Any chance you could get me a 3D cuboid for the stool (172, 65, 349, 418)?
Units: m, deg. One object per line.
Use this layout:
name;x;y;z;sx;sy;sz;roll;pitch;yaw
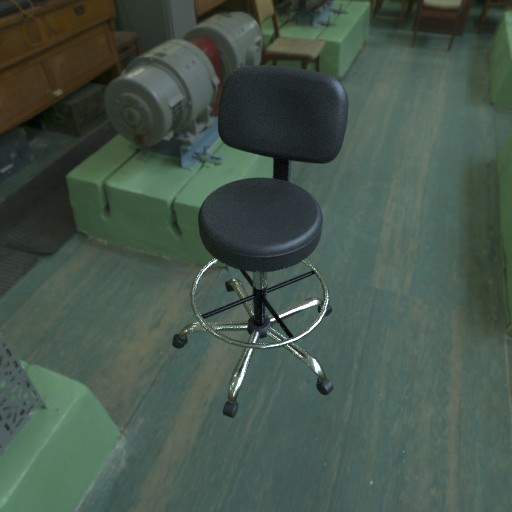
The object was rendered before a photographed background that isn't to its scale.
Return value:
stool;0.000;0.000;1.515;0.694;1.069;0.658;13;44;14
